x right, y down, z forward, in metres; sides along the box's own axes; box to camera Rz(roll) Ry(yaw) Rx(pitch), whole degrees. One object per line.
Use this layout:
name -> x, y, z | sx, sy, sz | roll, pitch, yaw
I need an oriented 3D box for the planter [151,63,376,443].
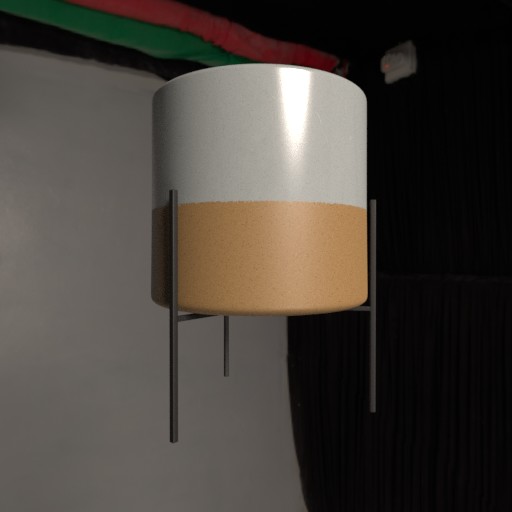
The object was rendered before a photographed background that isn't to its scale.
planter -> 0.000, 0.000, 0.640 | 0.310, 0.432, 0.310 | 0, 1, -36
